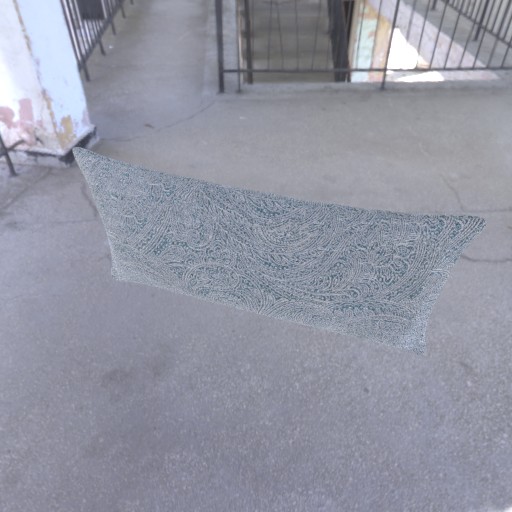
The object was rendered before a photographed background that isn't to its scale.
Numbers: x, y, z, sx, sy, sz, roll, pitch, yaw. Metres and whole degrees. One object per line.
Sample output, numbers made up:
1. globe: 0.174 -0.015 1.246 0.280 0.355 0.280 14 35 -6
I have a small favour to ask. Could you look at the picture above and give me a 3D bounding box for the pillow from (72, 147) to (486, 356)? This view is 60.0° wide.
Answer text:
1. pillow: 0.000 0.000 0.729 0.615 0.295 0.151 12 43 13
